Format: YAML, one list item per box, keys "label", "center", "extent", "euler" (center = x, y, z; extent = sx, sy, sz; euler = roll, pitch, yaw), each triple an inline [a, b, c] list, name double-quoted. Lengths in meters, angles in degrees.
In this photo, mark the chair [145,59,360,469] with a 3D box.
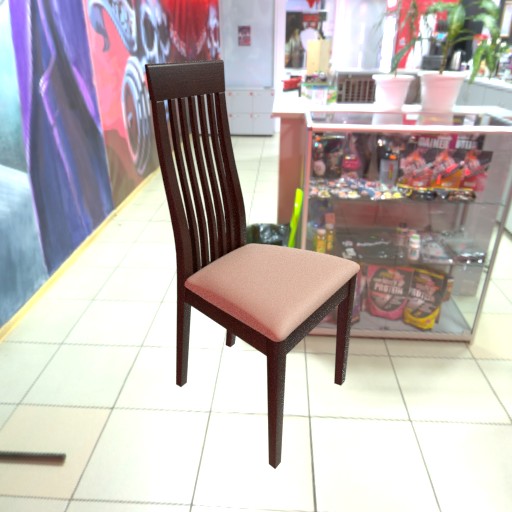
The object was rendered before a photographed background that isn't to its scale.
- label: "chair"
  center: [0.000, 0.000, 1.294]
  extent: [0.474, 1.027, 0.460]
  euler: [18, 32, 32]
